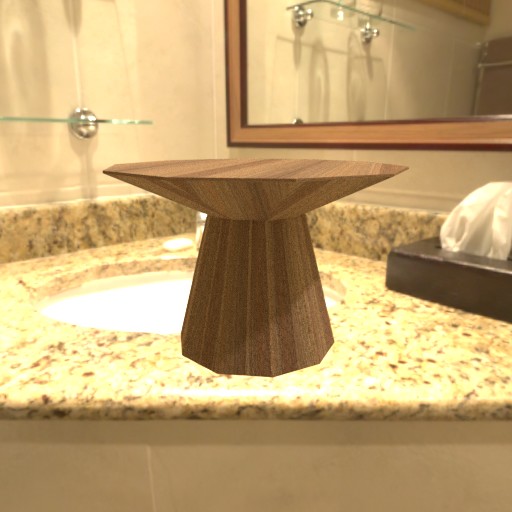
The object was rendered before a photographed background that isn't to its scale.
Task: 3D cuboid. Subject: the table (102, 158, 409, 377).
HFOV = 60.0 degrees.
[{"bbox_3d":[0.000,0.000,1.875,1.186,0.752,1.186,0,15,0],"label":"table"}]
